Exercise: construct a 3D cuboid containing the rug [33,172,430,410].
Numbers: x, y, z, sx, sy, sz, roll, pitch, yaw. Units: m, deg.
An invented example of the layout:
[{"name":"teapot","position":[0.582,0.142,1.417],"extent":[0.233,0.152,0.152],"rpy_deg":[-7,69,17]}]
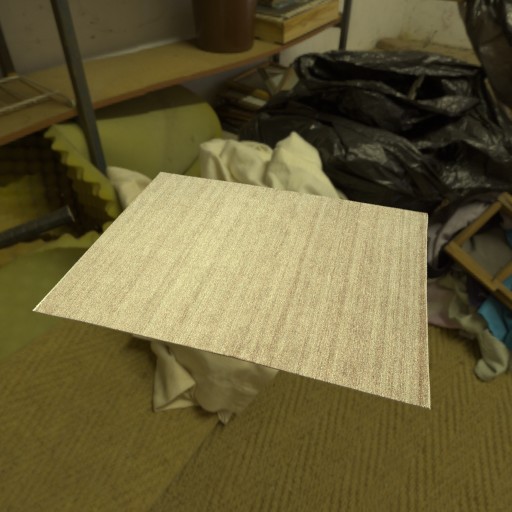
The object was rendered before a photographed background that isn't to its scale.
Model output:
[{"name":"rug","position":[0.000,0.000,4.256],"extent":[3.202,0.045,2.434],"rpy_deg":[11,41,13]}]
